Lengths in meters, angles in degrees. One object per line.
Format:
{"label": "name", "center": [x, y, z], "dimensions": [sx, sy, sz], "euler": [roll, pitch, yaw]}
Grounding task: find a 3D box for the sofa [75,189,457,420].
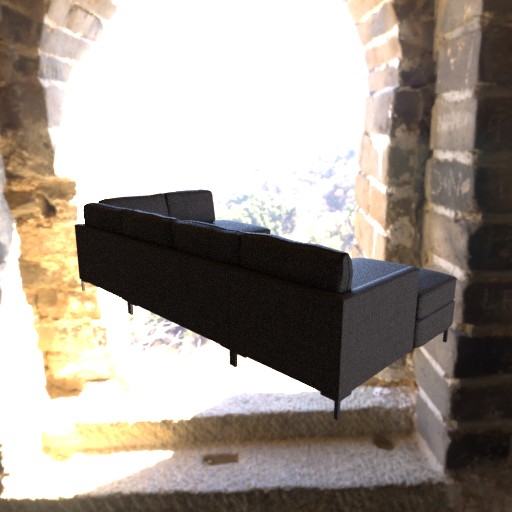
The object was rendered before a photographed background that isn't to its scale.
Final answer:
{"label": "sofa", "center": [0.000, 0.000, 4.252], "dimensions": [3.423, 0.999, 2.048], "euler": [13, 19, 43]}
